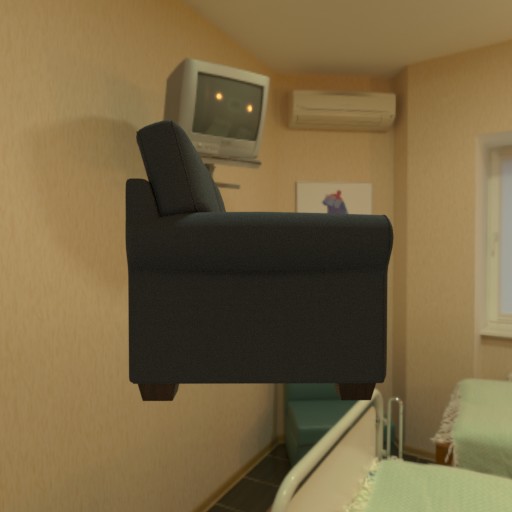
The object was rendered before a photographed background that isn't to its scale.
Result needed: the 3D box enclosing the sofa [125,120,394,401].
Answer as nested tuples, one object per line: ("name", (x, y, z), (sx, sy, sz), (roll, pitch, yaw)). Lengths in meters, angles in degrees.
("sofa", (0.000, 0.000, 2.471), (0.940, 1.020, 1.930), (0, 1, -1))
